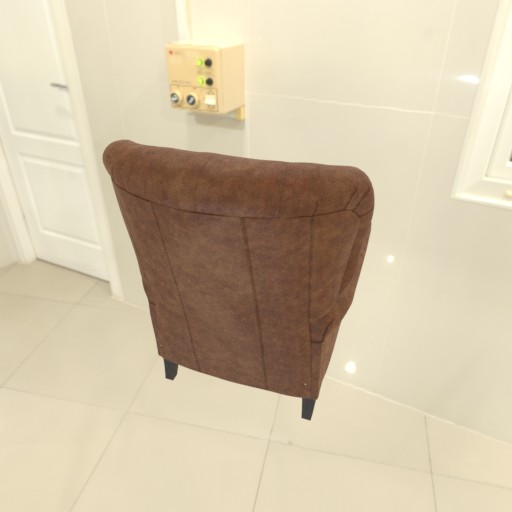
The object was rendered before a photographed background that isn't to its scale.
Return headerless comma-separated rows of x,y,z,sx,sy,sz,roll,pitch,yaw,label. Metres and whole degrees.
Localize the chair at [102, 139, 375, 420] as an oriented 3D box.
0.000,0.000,1.931,0.951,1.164,1.059,11,34,17,chair
